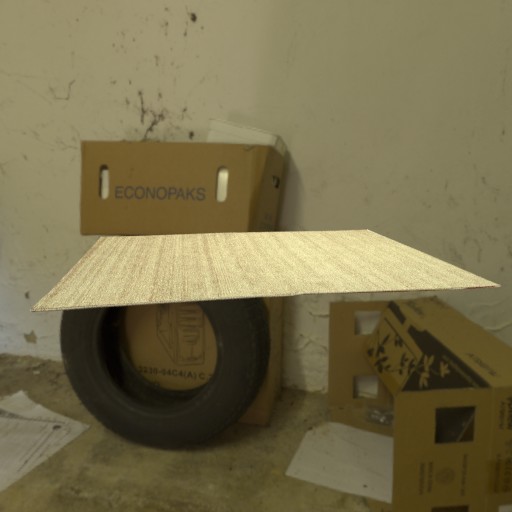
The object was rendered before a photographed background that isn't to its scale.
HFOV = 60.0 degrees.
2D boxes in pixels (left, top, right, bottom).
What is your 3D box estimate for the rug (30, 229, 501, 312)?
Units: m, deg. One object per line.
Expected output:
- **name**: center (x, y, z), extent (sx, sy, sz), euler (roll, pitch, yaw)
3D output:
- **rug**: center (0.000, 0.000, 4.105), extent (3.202, 0.045, 2.434), euler (-2, 13, -8)
